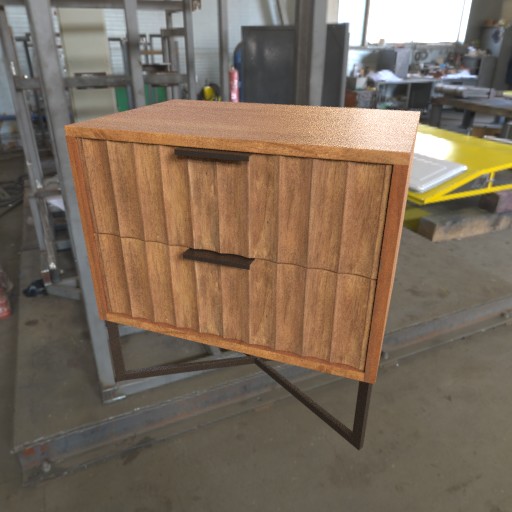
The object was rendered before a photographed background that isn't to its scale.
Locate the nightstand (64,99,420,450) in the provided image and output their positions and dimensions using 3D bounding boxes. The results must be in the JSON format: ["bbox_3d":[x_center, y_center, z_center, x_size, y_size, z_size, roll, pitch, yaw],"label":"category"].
[{"bbox_3d":[0.000,0.000,1.026,0.613,0.615,0.427,9,28,18],"label":"nightstand"}]
